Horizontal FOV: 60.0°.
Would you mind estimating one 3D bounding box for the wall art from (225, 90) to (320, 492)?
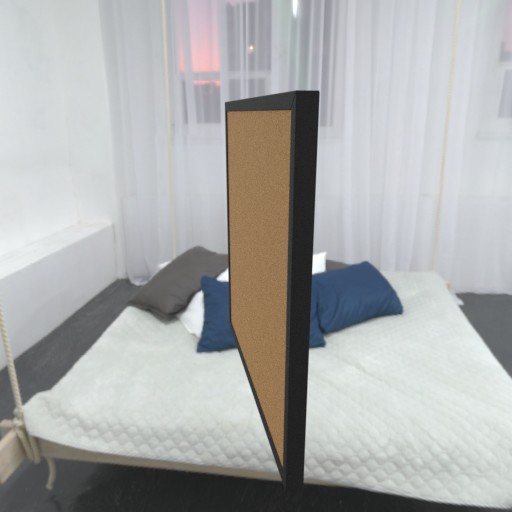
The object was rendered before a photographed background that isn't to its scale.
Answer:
[{"bbox_3d":[0.000,0.000,1.137,0.037,0.763,0.763,-4,18,-11],"label":"wall art"}]
